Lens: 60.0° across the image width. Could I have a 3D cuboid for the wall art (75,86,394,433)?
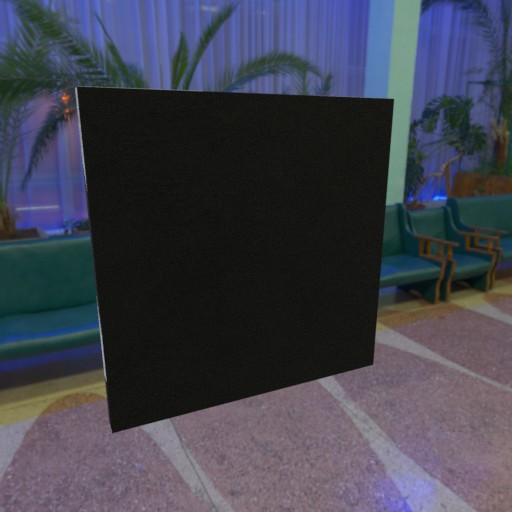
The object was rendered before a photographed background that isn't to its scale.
[{"bbox_3d":[0.000,0.000,1.111,0.765,0.765,0.046,-7,17,-24],"label":"wall art"}]
